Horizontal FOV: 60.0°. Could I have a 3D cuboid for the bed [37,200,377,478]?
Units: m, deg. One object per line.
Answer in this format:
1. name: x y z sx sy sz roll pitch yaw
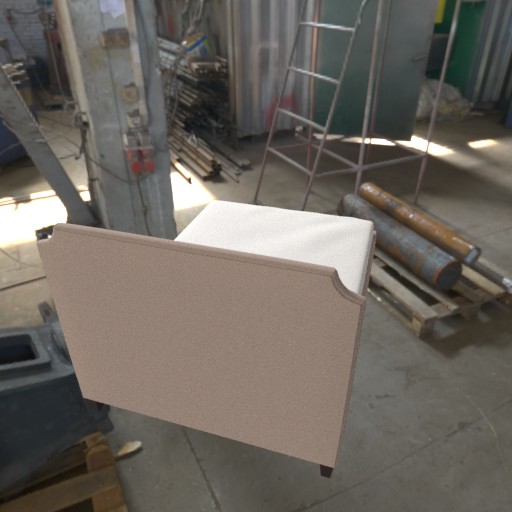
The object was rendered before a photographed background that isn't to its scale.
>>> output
1. bed: 0.000 0.000 3.353 1.713 1.443 2.372 9 33 15
